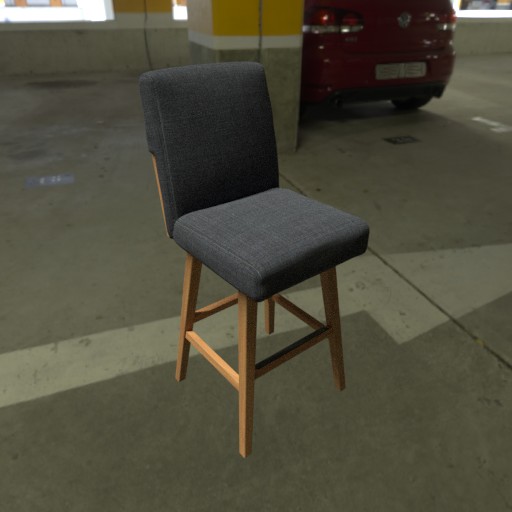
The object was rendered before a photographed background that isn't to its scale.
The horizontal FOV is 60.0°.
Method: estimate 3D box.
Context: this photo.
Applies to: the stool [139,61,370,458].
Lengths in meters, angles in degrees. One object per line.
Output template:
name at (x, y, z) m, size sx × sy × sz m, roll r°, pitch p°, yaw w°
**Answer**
stool at (0.000, 0.000, 1.445) m, size 0.483 × 1.112 × 0.570 m, roll -22°, pitch 36°, yaw -33°
